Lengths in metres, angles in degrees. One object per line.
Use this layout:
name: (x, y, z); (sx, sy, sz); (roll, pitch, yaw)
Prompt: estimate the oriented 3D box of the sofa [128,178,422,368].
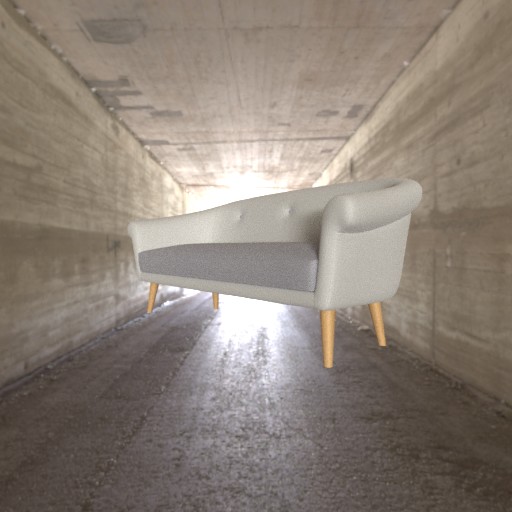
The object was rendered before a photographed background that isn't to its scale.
sofa: (0.000, 0.000, 2.613); (0.827, 0.795, 2.160); (-1, 1, -36)
